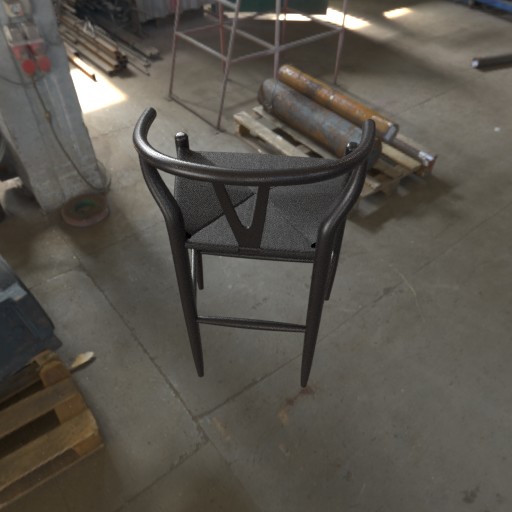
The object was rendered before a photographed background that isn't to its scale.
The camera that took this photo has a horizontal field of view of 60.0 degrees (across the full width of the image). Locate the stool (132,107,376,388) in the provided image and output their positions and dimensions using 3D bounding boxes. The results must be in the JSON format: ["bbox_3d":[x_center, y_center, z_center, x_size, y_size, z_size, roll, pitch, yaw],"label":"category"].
[{"bbox_3d":[0.000,0.000,1.322,0.569,0.970,0.579,5,45,5],"label":"stool"}]
